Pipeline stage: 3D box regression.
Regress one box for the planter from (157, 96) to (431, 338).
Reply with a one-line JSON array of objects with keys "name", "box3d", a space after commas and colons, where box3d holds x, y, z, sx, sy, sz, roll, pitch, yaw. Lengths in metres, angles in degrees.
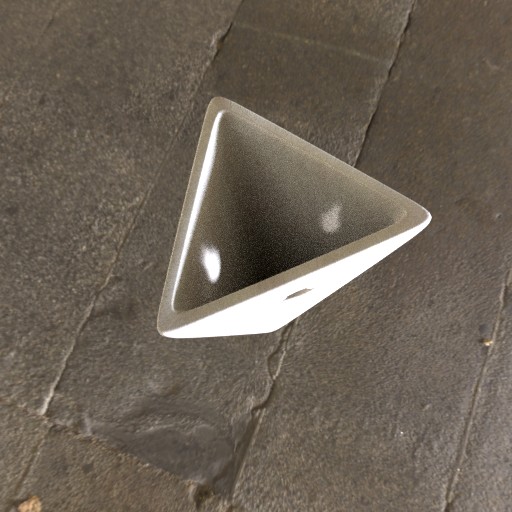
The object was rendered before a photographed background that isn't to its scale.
[{"name": "planter", "box3d": [0.000, 0.000, 0.265, 0.101, 0.224, 0.081, -23, 77, -6]}]
